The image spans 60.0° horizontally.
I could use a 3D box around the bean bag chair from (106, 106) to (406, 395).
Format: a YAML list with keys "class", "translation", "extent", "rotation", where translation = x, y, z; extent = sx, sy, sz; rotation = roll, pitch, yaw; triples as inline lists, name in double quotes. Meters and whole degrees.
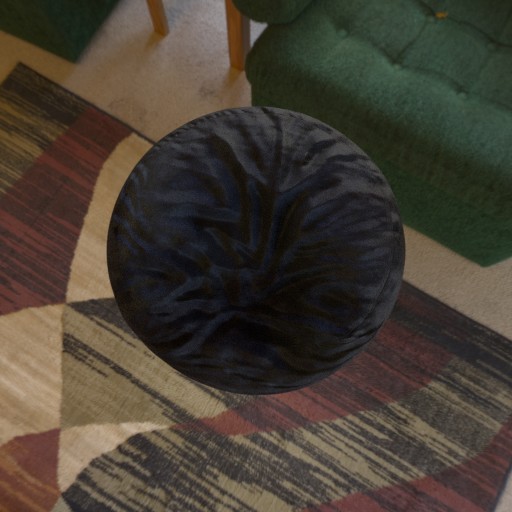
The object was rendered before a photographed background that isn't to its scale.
- class: "bean bag chair"
  translation: [0.000, 0.000, 1.518]
  extent: [0.918, 0.616, 0.918]
  rotation: [0, 76, 0]
